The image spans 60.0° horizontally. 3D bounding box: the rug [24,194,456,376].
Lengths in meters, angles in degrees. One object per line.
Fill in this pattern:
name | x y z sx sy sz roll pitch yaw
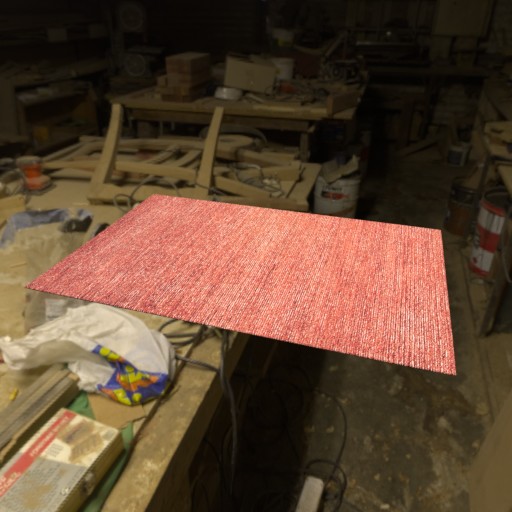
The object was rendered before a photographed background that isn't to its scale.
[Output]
rug | 0.000 0.000 2.160 1.747 0.011 1.139 9 31 15
